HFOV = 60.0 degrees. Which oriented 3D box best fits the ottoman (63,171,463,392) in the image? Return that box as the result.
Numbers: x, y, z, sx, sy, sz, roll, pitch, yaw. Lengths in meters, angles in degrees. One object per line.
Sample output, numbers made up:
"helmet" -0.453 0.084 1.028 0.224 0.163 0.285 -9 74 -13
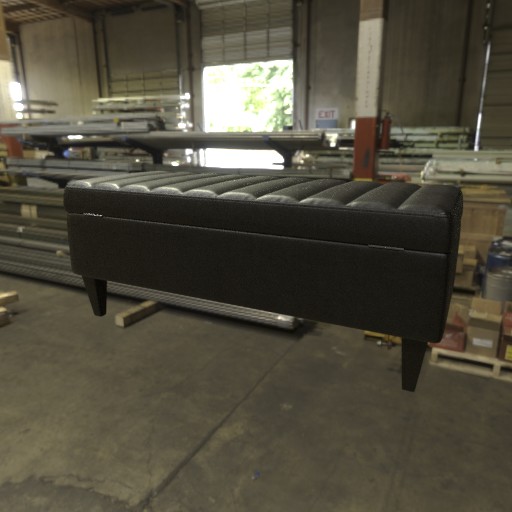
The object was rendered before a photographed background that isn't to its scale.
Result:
"ottoman" 0.000 0.000 1.407 1.151 0.469 0.482 8 17 25
